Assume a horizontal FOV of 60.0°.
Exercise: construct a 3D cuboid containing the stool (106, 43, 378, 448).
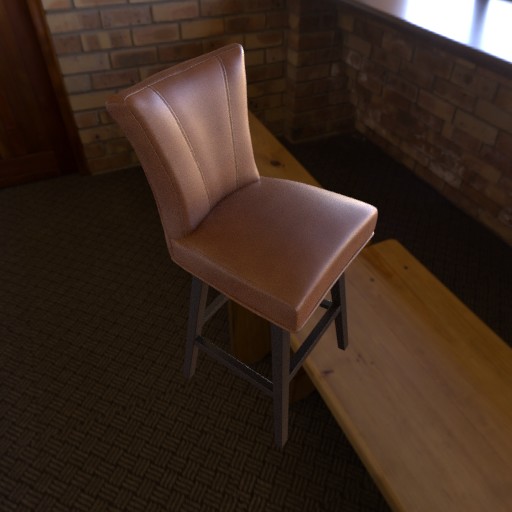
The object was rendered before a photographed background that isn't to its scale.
[{"bbox_3d":[0.000,0.000,1.422,0.585,1.094,0.522,25,48,25],"label":"stool"}]
